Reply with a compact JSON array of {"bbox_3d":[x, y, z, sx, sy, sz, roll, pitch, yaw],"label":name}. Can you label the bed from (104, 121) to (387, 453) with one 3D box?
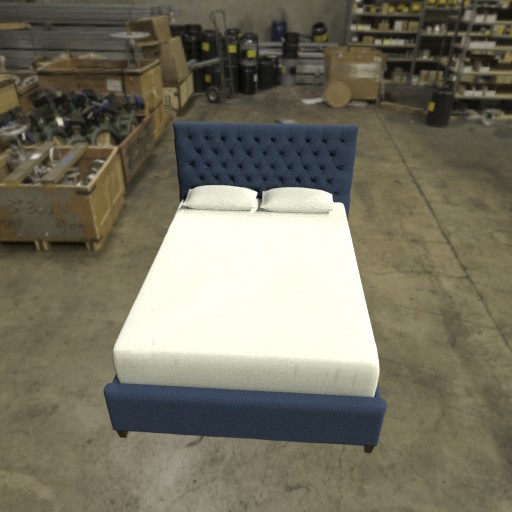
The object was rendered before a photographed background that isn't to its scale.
[{"bbox_3d":[0.000,0.000,3.459,1.706,1.427,2.387,2,32,3],"label":"bed"}]
